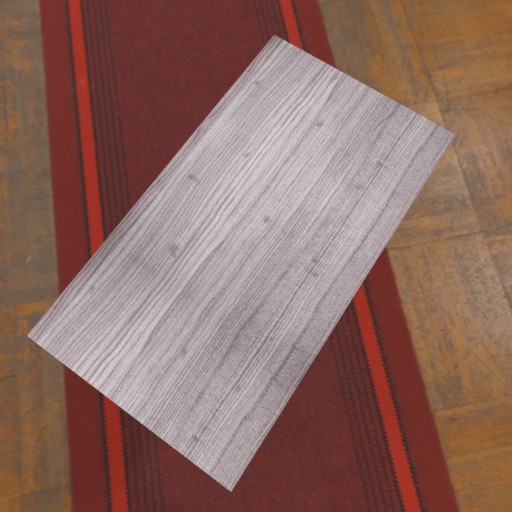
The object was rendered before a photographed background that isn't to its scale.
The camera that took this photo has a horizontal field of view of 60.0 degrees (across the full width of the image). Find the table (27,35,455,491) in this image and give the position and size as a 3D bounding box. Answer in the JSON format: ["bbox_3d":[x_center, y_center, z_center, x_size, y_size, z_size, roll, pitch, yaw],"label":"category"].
[{"bbox_3d":[0.000,0.000,2.033,0.881,0.736,1.579,33,76,9],"label":"table"}]
